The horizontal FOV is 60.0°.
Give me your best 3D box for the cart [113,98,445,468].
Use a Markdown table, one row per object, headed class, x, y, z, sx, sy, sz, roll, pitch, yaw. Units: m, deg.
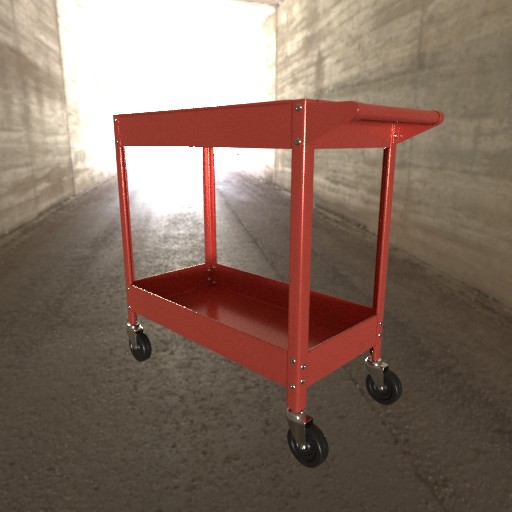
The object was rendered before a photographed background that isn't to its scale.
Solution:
| class | x | y | z | sx | sy | sz | roll | pitch | yaw |
| --- | --- | --- | --- | --- | --- | --- | --- | --- | --- |
| cart | 0.000 | 0.000 | 1.154 | 0.779 | 0.719 | 0.366 | 14 | 20 | 43 |
